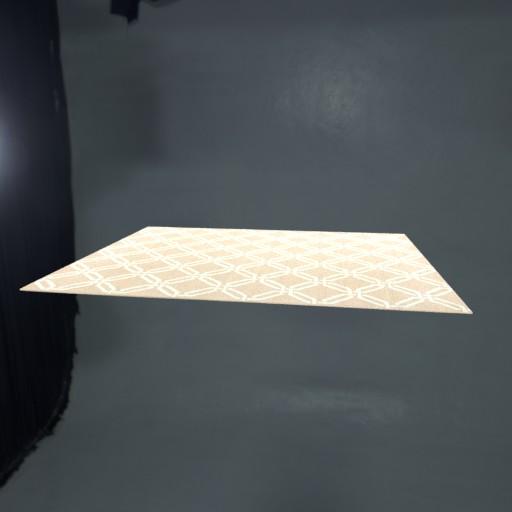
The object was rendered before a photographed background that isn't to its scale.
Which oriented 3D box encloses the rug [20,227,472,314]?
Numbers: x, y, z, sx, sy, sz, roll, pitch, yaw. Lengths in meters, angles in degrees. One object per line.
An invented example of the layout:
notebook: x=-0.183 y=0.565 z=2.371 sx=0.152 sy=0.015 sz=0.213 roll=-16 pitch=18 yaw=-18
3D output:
rug: x=0.000 y=0.000 z=3.883 sx=2.895 sy=0.018 sz=2.288 roll=2 pitch=15 yaw=8
